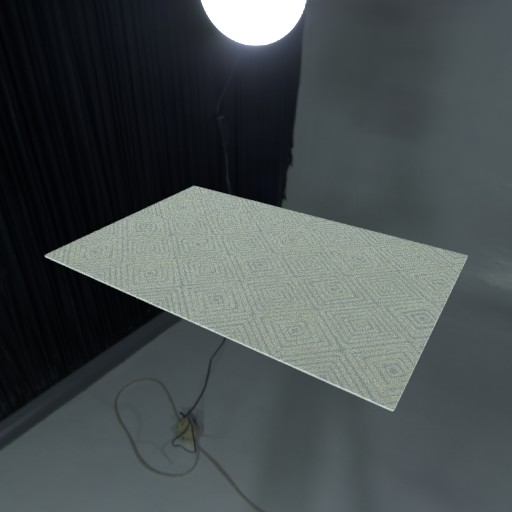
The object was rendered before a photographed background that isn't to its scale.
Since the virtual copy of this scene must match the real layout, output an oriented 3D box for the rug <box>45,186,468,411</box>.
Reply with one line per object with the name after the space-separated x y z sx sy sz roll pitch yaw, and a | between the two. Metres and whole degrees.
0.000 0.000 2.190 1.753 0.008 1.143 18 34 28 | rug
